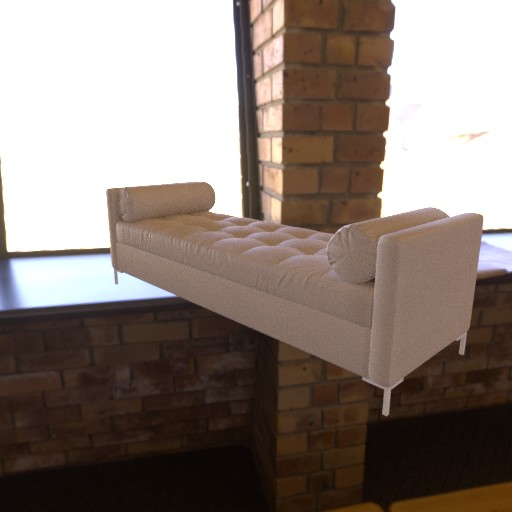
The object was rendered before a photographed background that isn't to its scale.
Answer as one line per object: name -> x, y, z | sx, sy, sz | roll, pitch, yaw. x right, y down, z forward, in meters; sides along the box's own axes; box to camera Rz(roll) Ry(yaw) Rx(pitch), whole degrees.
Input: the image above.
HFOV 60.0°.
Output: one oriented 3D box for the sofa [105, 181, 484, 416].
sofa -> 0.000, 0.000, 2.334 | 0.686, 0.635, 1.981 | -14, 20, -42
